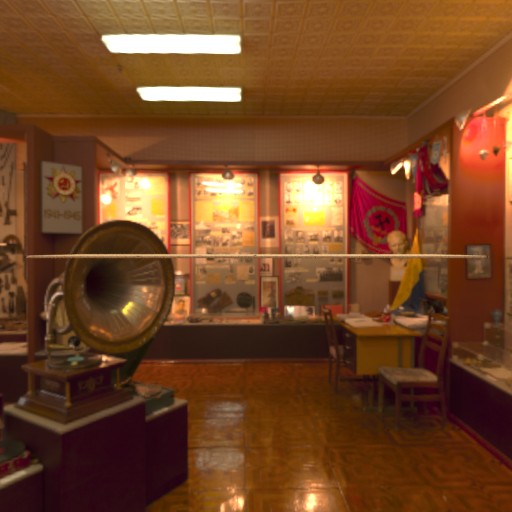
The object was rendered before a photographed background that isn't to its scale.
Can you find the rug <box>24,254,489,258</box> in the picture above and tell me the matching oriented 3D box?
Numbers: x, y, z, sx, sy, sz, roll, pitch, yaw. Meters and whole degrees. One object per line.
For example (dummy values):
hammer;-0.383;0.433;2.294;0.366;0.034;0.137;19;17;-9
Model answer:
rug;0.000;0.000;2.698;2.438;0.012;0.762;0;1;0
